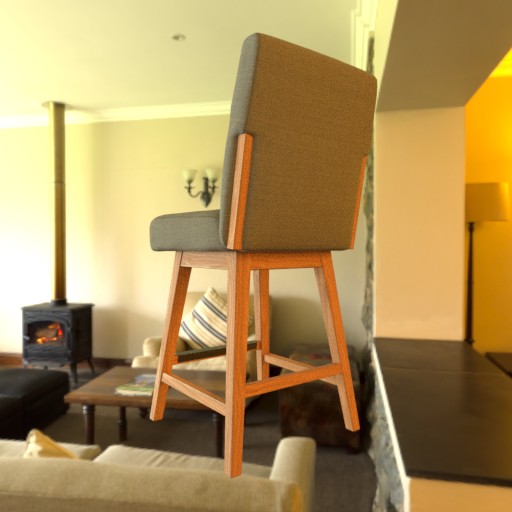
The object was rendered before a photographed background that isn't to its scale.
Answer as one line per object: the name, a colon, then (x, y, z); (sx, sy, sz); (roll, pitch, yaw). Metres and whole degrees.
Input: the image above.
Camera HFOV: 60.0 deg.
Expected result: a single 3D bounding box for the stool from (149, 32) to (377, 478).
stool: (0.000, 0.000, 1.315); (0.459, 1.019, 0.570); (-1, 2, -37)
